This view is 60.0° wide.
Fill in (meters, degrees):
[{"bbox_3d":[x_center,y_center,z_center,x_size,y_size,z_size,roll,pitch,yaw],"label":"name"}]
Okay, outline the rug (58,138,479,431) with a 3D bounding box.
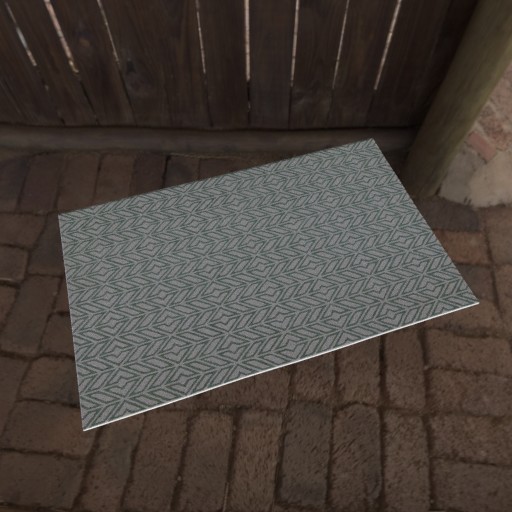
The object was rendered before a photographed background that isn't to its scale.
[{"bbox_3d":[0.000,0.000,2.943,2.435,0.011,1.517,-15,60,-9],"label":"rug"}]
